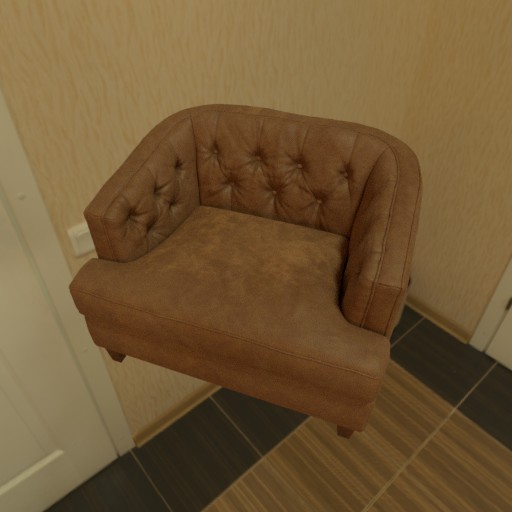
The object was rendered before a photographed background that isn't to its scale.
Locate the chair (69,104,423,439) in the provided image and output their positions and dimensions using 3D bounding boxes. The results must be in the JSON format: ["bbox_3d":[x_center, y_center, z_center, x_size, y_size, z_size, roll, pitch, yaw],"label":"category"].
[{"bbox_3d":[0.000,0.000,1.754,1.119,0.836,0.911,14,43,15],"label":"chair"}]
